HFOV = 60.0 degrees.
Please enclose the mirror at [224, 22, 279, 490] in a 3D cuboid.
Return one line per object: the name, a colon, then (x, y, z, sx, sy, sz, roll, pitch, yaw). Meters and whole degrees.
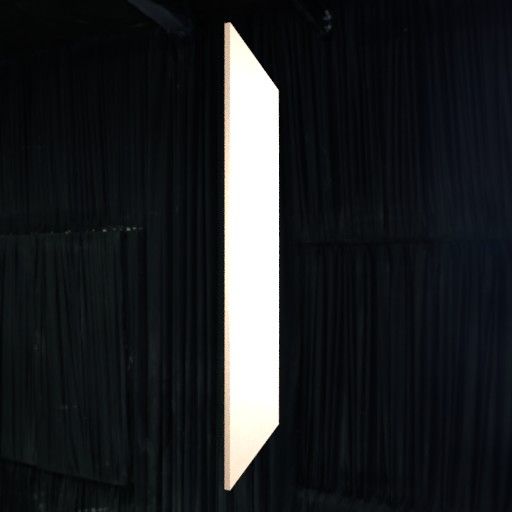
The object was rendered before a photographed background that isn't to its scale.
mirror: (0.000, 0.000, 2.315, 0.026, 2.031, 0.812, 0, -1, 18)
